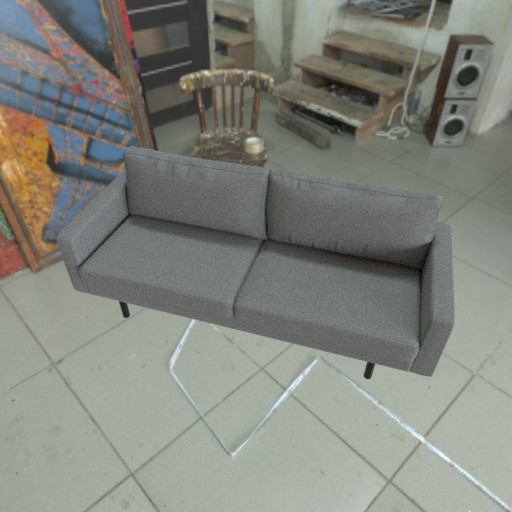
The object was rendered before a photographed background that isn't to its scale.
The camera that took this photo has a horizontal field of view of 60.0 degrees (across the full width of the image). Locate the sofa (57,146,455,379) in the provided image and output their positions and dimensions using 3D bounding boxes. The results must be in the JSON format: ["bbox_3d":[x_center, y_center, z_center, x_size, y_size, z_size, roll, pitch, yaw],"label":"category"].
[{"bbox_3d":[0.000,0.000,2.719,2.200,0.880,0.880,11,42,13],"label":"sofa"}]
